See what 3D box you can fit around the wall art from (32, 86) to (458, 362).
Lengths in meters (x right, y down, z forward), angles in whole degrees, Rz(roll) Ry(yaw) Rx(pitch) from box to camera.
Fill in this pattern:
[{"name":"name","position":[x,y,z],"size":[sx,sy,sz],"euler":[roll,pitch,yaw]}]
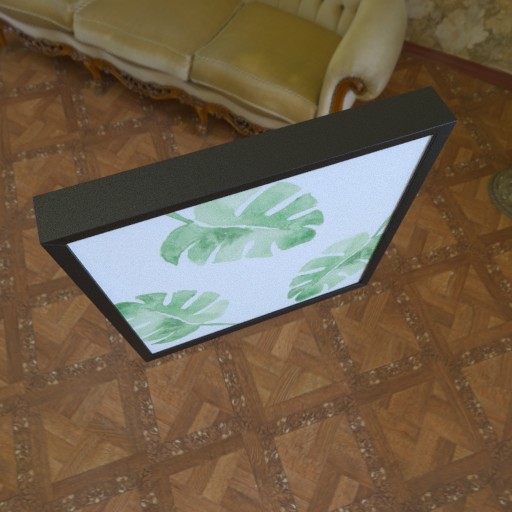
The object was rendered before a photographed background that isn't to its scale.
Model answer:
[{"name":"wall art","position":[0.000,0.000,0.446],"size":[0.304,0.304,0.038],"euler":[-18,64,-9]}]
